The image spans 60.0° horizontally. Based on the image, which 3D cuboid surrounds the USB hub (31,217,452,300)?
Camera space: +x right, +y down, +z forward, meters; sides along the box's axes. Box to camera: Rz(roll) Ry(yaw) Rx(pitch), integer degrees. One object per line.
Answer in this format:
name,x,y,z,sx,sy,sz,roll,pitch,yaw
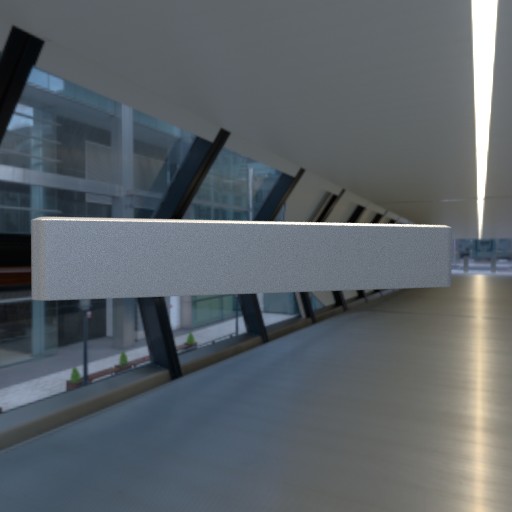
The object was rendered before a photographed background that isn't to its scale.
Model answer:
USB hub,0.000,0.000,0.164,0.145,0.023,0.044,0,1,-19
